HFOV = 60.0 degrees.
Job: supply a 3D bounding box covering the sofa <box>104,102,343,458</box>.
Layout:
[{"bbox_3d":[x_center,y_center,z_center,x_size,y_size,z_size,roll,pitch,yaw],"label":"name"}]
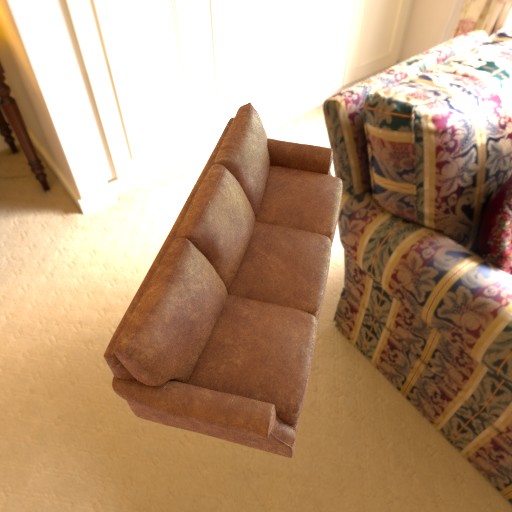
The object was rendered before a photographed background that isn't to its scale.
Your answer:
[{"bbox_3d":[0.000,0.000,2.940,0.973,0.977,2.351,11,49,9],"label":"sofa"}]
